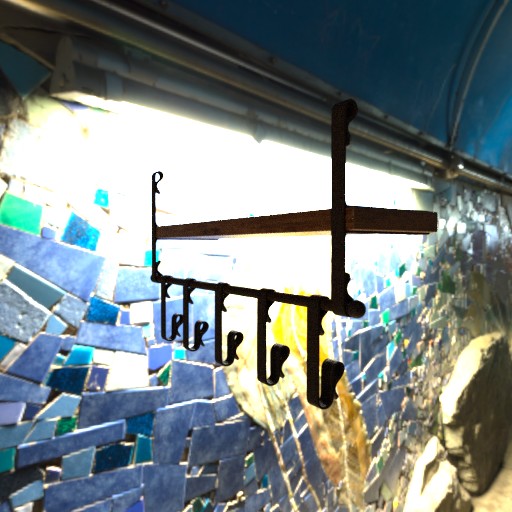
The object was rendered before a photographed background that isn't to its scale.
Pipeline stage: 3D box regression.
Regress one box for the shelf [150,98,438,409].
[{"bbox_3d":[0.000,0.000,0.709,0.146,0.330,0.567,-1,1,-34],"label":"shelf"}]
